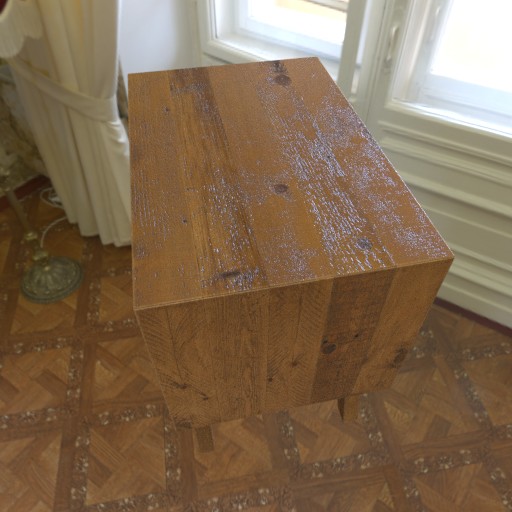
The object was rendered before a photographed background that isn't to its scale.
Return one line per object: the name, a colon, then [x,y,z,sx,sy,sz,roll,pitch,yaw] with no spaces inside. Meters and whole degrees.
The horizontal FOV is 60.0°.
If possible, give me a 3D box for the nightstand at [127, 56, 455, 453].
nightstand: [0.000,0.000,1.017,0.450,0.599,0.650,-9,48,-8]
